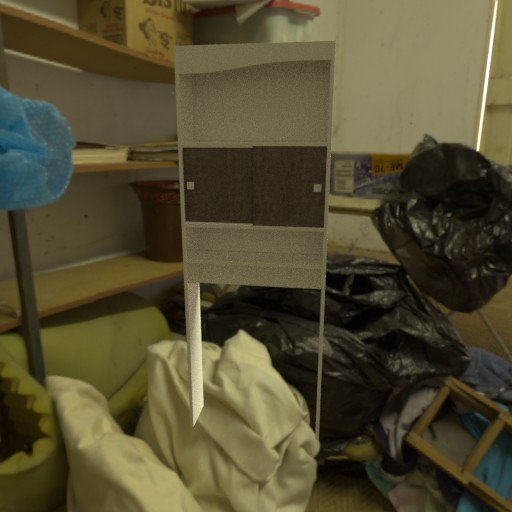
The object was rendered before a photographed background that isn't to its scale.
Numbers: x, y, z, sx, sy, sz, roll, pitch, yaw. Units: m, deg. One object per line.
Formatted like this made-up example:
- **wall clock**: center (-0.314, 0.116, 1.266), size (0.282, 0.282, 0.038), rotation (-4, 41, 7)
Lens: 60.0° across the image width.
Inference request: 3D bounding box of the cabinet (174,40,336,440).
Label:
- **cabinet**: center (0.000, 0.000, 2.049), size (0.643, 1.770, 0.192), rotation (2, 15, 9)
